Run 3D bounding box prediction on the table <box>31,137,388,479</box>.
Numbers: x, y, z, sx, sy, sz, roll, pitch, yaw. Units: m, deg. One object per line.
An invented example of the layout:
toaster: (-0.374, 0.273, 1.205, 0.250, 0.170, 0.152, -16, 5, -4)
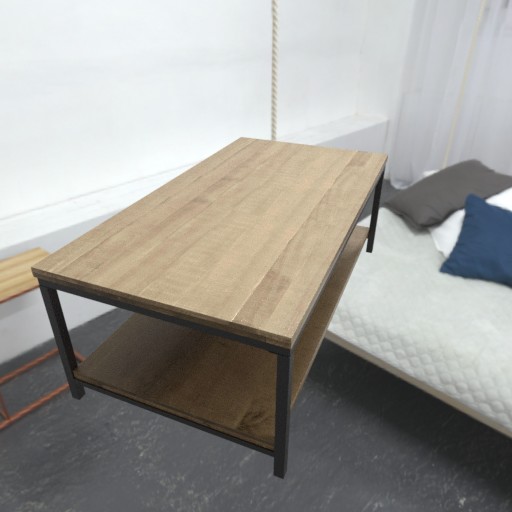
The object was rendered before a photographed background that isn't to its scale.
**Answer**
table: (0.000, 0.000, 1.350, 0.574, 0.393, 1.062, 12, 33, 20)
